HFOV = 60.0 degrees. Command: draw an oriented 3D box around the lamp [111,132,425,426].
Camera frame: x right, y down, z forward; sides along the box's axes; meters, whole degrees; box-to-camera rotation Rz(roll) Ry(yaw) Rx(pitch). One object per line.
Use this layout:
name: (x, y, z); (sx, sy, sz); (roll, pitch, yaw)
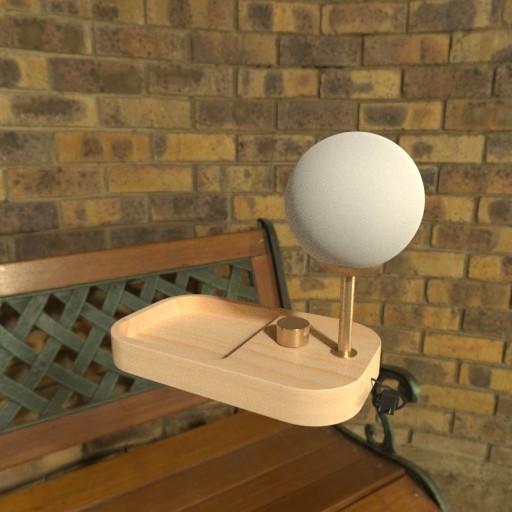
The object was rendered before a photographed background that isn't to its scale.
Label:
lamp: (0.000, 0.000, 0.473); (0.331, 0.253, 0.173); (7, 16, 27)
